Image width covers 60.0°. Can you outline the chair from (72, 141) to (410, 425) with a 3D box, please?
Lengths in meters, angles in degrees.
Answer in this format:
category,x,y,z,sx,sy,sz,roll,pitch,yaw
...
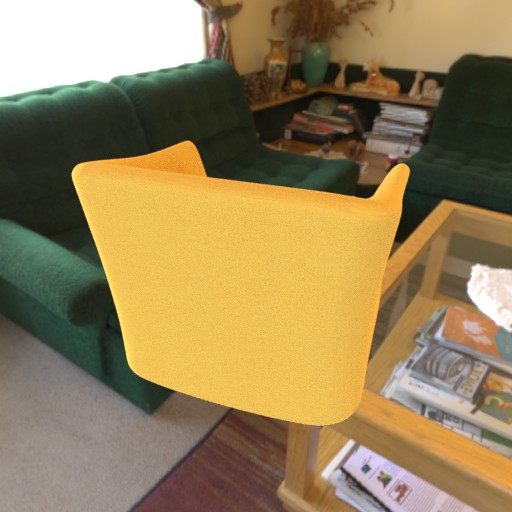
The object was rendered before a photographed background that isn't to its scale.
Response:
category,x,y,z,sx,sy,sz,roll,pitch,yaw
chair,0.000,0.000,1.331,0.790,0.720,0.700,10,33,16
